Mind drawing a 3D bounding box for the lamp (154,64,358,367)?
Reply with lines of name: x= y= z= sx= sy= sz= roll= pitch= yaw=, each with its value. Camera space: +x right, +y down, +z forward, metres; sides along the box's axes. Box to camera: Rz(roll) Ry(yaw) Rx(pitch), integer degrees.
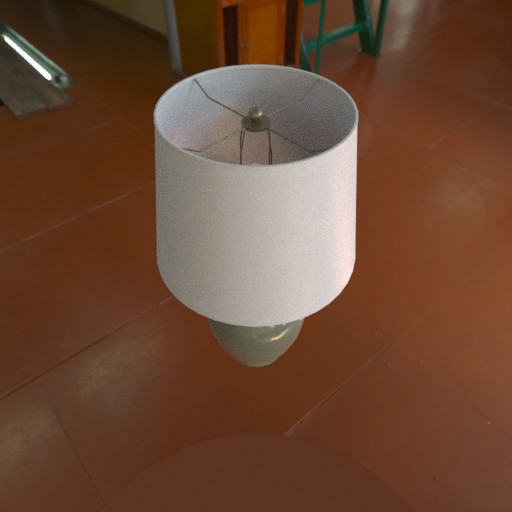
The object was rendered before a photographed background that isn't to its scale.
lamp: x=0.000 y=0.000 z=0.555 sx=0.239 sy=0.399 sz=0.239 roll=0 pitch=47 yaw=0
